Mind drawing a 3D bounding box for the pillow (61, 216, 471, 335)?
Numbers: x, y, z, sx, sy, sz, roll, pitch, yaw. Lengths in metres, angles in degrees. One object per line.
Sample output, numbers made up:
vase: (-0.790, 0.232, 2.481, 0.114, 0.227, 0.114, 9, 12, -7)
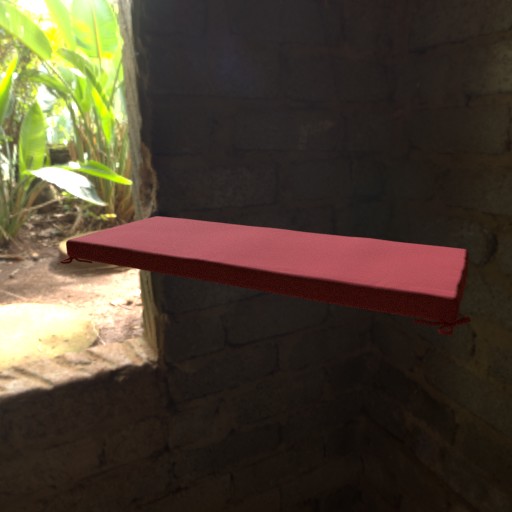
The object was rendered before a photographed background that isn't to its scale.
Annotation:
pillow: (0.000, 0.000, 1.332, 1.187, 0.081, 0.492, 8, 18, 26)
